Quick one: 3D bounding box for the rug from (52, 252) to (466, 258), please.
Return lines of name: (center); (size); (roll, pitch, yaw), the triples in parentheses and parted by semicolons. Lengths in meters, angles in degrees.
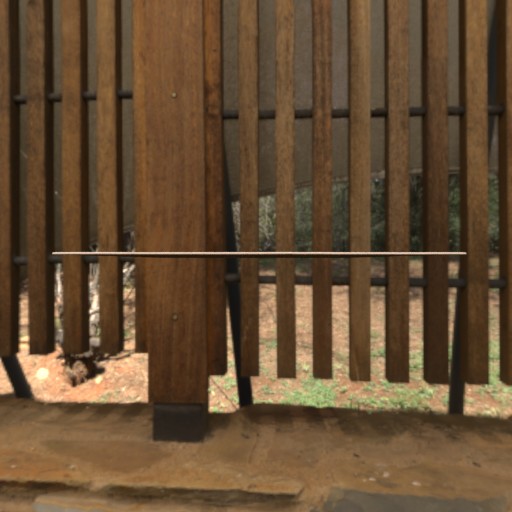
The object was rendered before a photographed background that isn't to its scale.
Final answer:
rug: (0.000, 0.000, 4.279); (2.449, 0.019, 3.357); (0, -1, -1)
